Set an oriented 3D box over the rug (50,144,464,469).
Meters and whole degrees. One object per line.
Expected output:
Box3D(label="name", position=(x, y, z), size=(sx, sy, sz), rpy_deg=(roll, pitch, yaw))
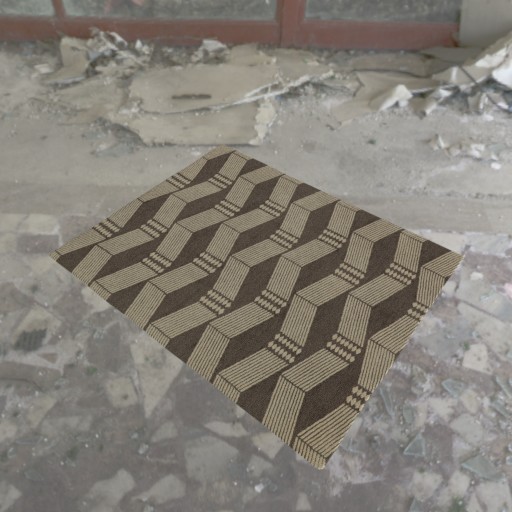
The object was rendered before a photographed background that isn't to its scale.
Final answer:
Box3D(label="rug", position=(0.000, 0.000, 4.153), size=(3.048, 0.016, 2.438), rpy_deg=(30, 54, 26))
